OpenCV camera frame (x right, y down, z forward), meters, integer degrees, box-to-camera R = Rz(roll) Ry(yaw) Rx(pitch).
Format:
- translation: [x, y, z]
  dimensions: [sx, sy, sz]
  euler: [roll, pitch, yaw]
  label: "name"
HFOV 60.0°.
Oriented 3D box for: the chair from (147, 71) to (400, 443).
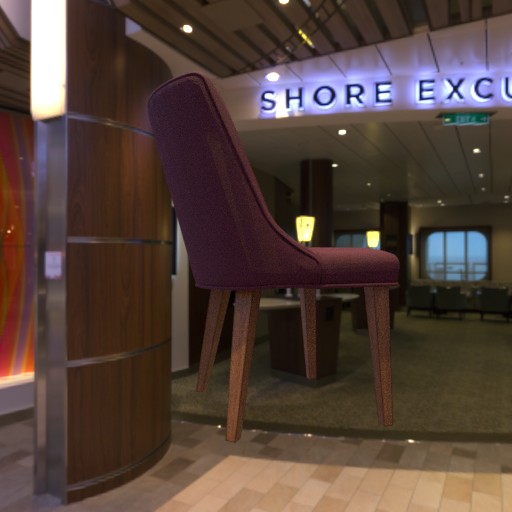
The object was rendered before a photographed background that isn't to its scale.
- translation: [0.000, 0.000, 1.343]
  dimensions: [0.638, 0.916, 0.548]
  euler: [0, 0, -18]
  label: "chair"
